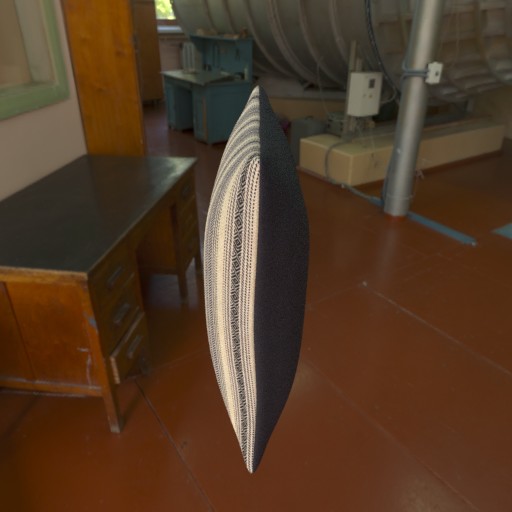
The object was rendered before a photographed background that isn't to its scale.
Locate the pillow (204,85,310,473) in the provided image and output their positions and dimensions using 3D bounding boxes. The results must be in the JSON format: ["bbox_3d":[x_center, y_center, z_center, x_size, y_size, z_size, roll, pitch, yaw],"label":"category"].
[{"bbox_3d":[0.000,0.000,0.795,0.166,0.508,0.520,0,29,0],"label":"pillow"}]
